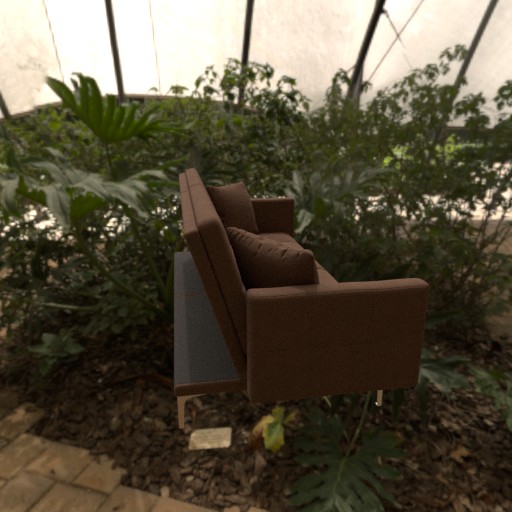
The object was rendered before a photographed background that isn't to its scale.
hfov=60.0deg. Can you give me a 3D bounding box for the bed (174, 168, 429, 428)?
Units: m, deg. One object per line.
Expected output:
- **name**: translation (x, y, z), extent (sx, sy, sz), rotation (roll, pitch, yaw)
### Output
- **bed**: translation (0.000, 0.000, 2.380), extent (0.889, 0.787, 1.905), rotation (-3, 17, -10)
